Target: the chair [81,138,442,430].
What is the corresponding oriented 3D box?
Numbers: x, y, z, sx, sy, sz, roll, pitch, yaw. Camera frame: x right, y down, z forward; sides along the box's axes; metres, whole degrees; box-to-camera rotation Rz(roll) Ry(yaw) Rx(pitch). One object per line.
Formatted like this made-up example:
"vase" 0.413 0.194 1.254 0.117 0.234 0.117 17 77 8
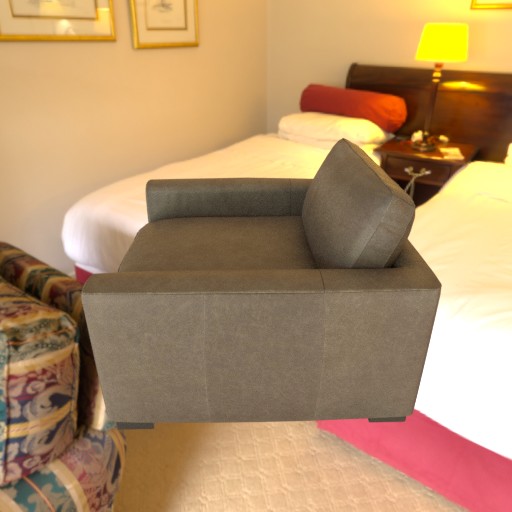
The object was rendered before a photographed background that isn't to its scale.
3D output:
"chair" 0.000 0.000 1.815 1.080 0.807 1.106 -1 28 -1
